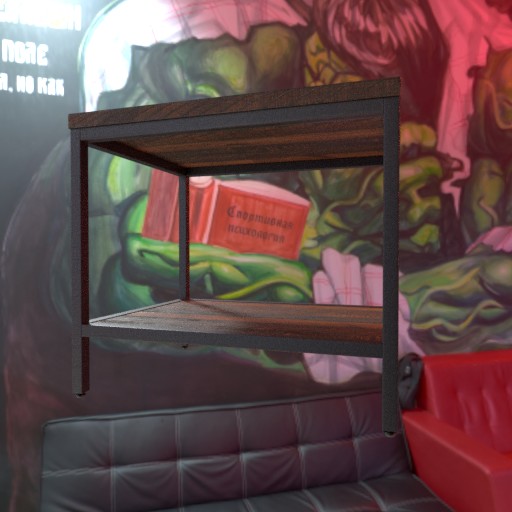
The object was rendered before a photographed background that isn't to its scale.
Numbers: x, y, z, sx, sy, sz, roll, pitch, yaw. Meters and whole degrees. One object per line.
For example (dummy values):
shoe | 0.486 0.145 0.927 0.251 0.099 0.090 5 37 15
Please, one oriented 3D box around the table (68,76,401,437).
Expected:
table | 0.000 0.000 1.098 0.678 0.612 0.524 0 1 18
